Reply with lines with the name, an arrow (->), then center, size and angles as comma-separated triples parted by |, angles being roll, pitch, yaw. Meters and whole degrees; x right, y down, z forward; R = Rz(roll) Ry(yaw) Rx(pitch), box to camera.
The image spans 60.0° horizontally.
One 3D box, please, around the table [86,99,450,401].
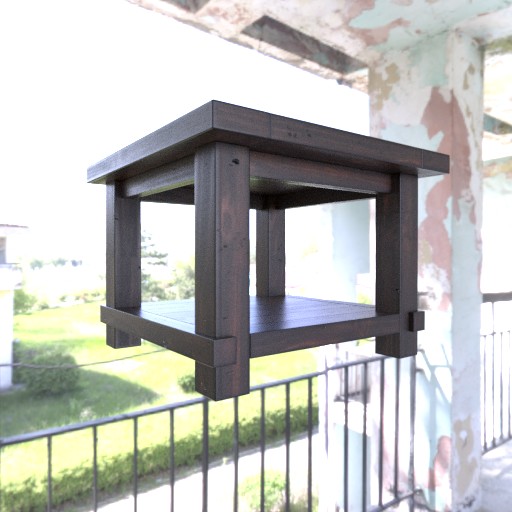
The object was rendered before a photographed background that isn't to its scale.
table -> 0.000, 0.000, 1.025 | 0.593, 0.437, 0.606 | 0, 1, -36
